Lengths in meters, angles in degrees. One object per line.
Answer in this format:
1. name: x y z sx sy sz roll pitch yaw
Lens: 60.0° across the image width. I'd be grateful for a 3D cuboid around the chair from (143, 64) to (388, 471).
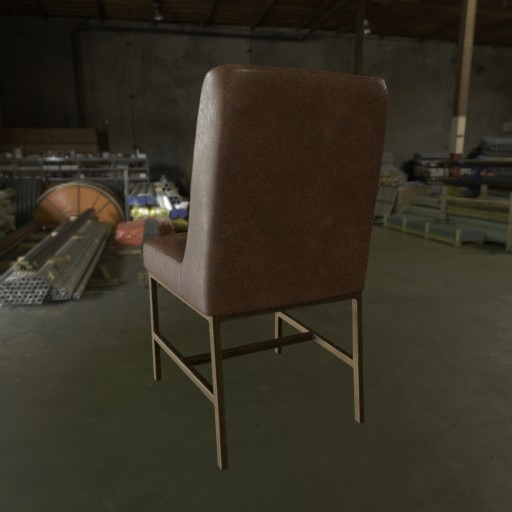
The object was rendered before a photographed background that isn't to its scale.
1. chair: 0.000 0.000 1.243 0.508 0.889 0.587 -6 14 -27
